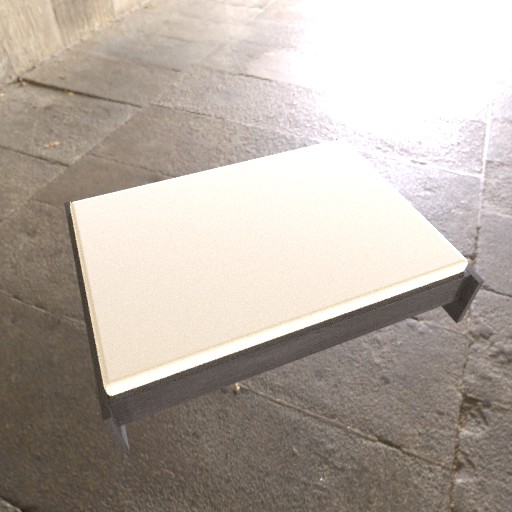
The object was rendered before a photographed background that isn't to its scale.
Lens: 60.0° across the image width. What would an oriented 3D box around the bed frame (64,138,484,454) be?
[{"bbox_3d":[0.000,0.000,2.623,1.950,0.432,1.490,-17,48,-15],"label":"bed frame"}]
